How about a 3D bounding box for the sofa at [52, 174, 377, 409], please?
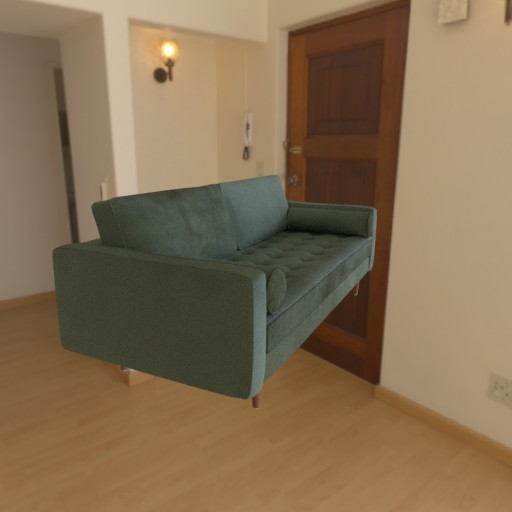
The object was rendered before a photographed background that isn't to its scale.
[{"bbox_3d":[0.000,0.000,2.401,0.916,0.772,1.880,7,16,26],"label":"sofa"}]
